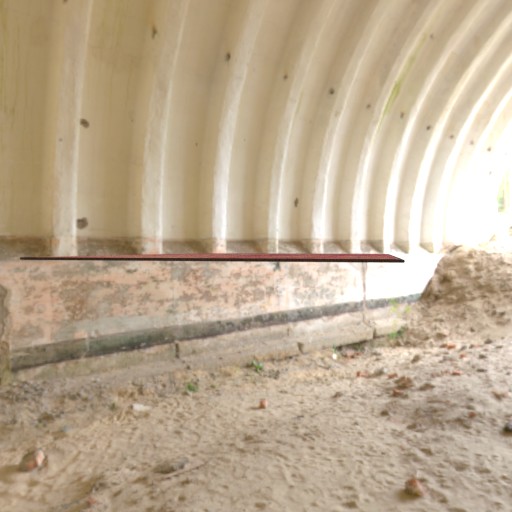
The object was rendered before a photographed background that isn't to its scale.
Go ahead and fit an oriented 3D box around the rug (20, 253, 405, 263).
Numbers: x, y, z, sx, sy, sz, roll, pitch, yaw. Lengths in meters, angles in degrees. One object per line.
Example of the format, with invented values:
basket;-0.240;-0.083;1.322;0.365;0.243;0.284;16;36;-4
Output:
rug;0.000;0.000;4.050;2.411;0.020;3.032;0;1;15
